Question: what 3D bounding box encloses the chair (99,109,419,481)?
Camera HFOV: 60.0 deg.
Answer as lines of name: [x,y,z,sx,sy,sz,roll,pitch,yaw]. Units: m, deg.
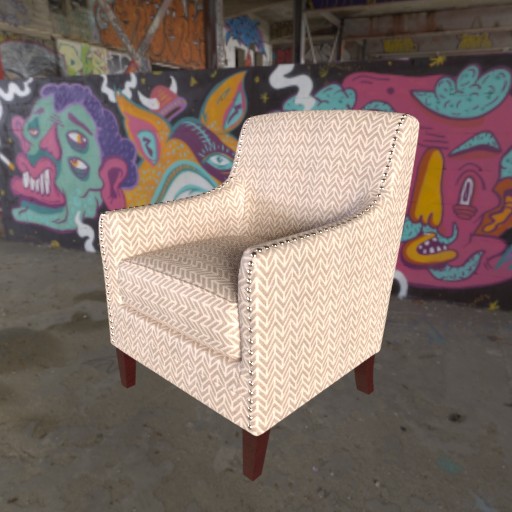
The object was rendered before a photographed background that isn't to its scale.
chair: [0.000,0.000,1.285,0.623,0.816,0.651,15,22,41]
